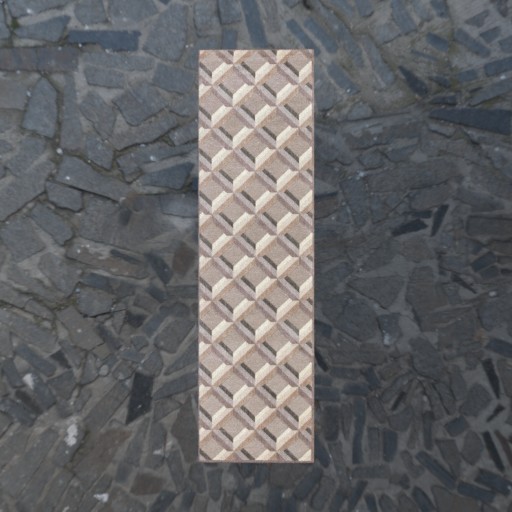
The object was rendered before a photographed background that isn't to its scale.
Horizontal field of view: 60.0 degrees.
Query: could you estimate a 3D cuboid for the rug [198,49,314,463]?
[{"bbox_3d":[0.000,0.000,2.612,0.685,0.013,2.437,0,90,1],"label":"rug"}]
